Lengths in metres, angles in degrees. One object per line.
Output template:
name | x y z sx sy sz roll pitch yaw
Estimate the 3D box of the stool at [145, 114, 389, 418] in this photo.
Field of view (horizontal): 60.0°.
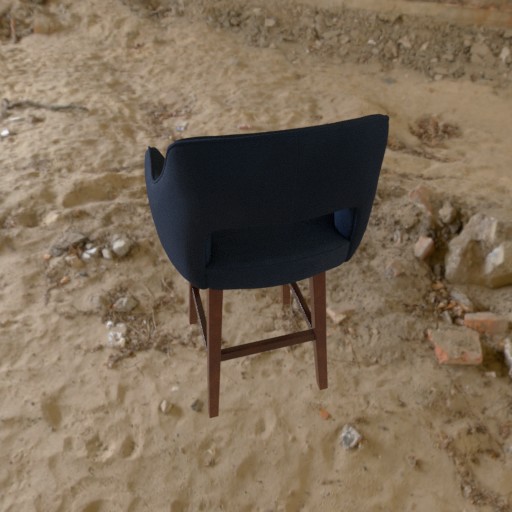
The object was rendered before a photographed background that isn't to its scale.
stool | 0.000 0.000 1.309 0.550 1.041 0.560 -10 43 -11
